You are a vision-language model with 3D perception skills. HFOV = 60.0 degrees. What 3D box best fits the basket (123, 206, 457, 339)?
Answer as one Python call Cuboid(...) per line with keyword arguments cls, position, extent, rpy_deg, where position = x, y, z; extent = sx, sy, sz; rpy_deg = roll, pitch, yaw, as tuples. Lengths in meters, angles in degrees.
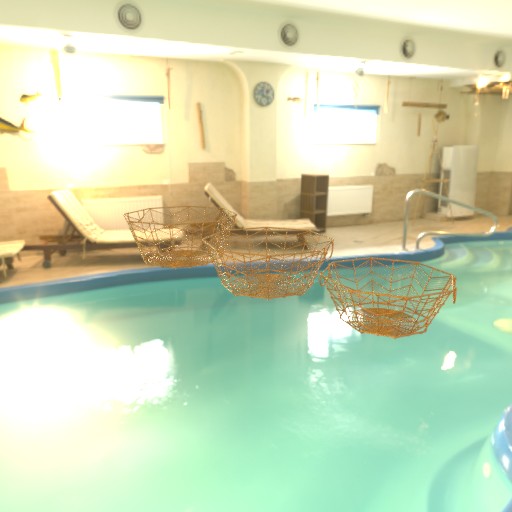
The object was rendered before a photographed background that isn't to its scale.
Cuboid(cls="basket", position=(0.000, 0.000, 1.414), extent=(0.432, 0.178, 1.245), rpy_deg=(-14, 20, -43))
